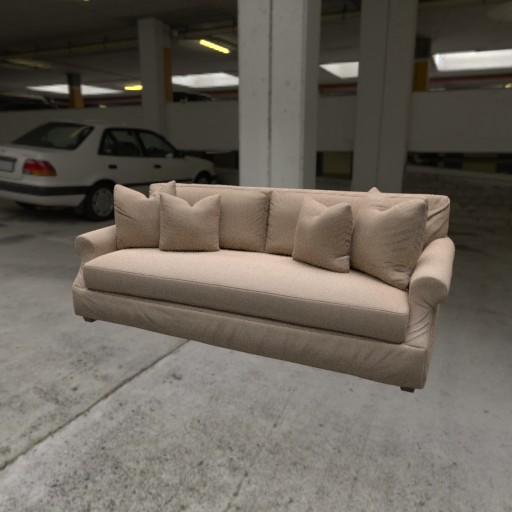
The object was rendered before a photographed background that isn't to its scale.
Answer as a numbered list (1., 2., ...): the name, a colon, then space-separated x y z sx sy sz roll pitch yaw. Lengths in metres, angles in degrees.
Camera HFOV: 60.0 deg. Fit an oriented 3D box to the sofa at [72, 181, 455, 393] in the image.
1. sofa: 0.000 0.000 2.815 2.285 0.904 1.067 7 16 24
